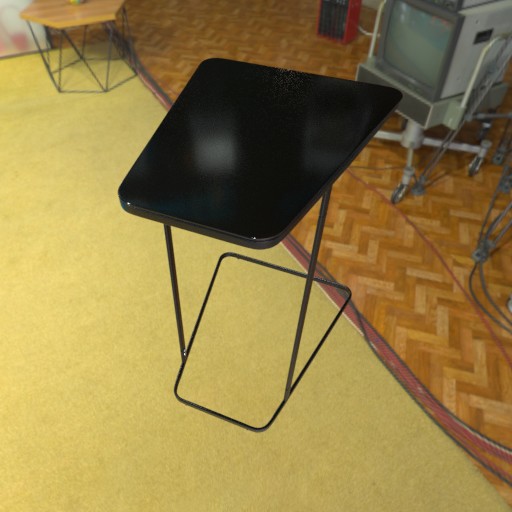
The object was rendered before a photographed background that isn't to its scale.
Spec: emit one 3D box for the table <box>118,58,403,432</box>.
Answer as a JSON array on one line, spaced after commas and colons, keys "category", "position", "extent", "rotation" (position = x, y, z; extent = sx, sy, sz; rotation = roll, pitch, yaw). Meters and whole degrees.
[{"category": "table", "position": [0.000, 0.000, 0.984], "extent": [0.427, 0.624, 0.500], "rotation": [16, 48, 15]}]
